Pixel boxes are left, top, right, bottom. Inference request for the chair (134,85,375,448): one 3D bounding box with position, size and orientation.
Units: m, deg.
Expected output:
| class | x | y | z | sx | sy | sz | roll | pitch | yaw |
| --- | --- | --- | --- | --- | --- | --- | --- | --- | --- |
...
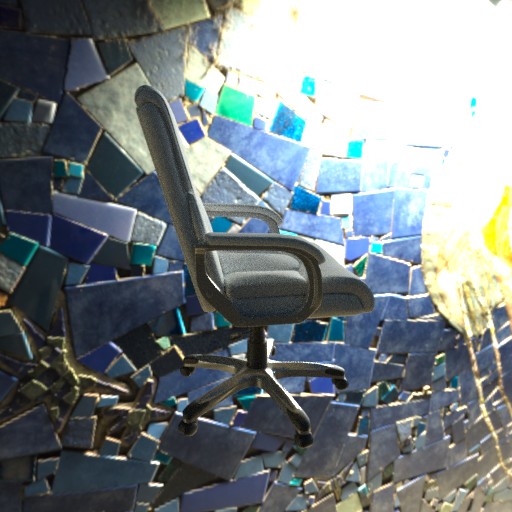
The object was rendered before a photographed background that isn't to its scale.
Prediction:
| class | x | y | z | sx | sy | sz | roll | pitch | yaw |
| --- | --- | --- | --- | --- | --- | --- | --- | --- | --- |
| chair | 0.000 | 0.000 | 1.581 | 0.738 | 1.120 | 0.687 | -2 | 15 | -8 |
